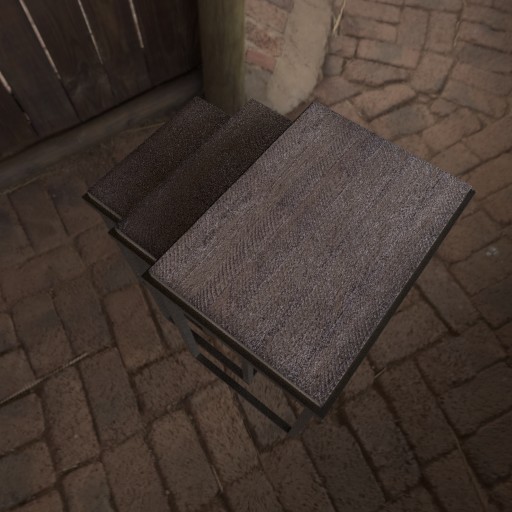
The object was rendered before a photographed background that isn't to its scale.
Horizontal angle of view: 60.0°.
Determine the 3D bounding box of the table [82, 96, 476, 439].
[{"bbox_3d":[0.000,0.000,1.156,0.706,0.610,0.559,35,68,16],"label":"table"}]
